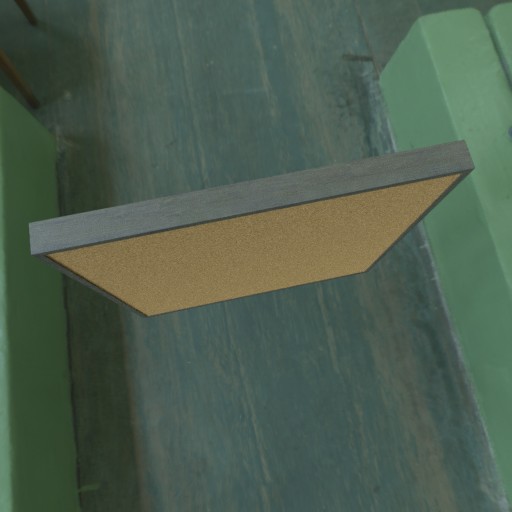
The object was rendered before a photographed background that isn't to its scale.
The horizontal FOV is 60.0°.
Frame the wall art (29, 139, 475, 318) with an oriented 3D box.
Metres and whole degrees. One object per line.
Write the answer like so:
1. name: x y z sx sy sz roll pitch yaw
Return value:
1. wall art: 0.000 0.000 0.744 0.507 0.507 0.037 -11 75 -3
